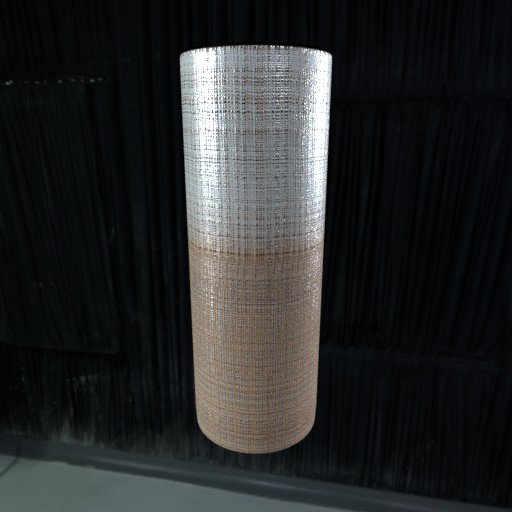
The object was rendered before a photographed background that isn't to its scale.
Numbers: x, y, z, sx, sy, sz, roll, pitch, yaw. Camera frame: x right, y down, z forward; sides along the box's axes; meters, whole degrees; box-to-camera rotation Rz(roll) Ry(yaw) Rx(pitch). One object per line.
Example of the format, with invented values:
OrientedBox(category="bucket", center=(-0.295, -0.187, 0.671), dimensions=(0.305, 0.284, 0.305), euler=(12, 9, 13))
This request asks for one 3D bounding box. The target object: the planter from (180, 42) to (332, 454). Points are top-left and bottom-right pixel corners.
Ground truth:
OrientedBox(category="planter", center=(0.000, 0.000, 0.332), dimensions=(0.099, 0.278, 0.099), euler=(3, 17, 8))
